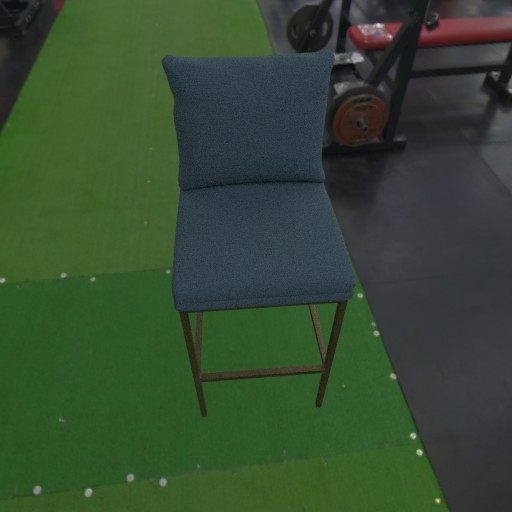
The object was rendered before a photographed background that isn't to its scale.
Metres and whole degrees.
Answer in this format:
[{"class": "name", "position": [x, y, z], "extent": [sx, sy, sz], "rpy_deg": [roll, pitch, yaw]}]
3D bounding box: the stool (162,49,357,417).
[{"class": "stool", "position": [0.000, 0.000, 1.410], "extent": [0.463, 1.124, 0.568], "rpy_deg": [-4, 47, -3]}]
